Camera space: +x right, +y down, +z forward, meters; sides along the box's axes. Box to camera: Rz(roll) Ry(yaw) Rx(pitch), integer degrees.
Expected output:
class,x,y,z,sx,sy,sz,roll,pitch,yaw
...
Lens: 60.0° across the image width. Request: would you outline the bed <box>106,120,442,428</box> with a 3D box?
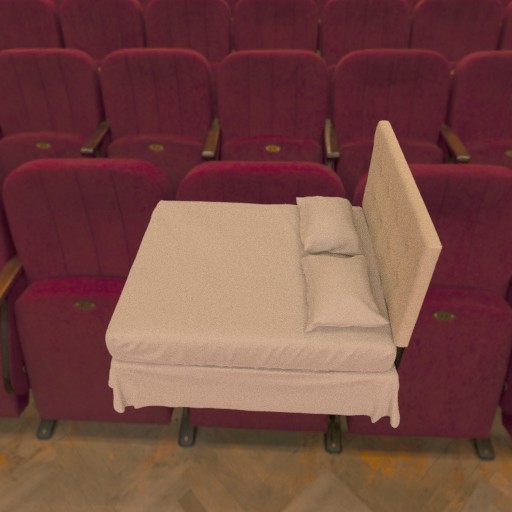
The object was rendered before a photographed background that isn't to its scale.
class,x,y,z,sx,sy,sz,roll,pitch,yaw
bed,0.000,0.000,3.474,2.222,1.577,1.936,2,40,2
